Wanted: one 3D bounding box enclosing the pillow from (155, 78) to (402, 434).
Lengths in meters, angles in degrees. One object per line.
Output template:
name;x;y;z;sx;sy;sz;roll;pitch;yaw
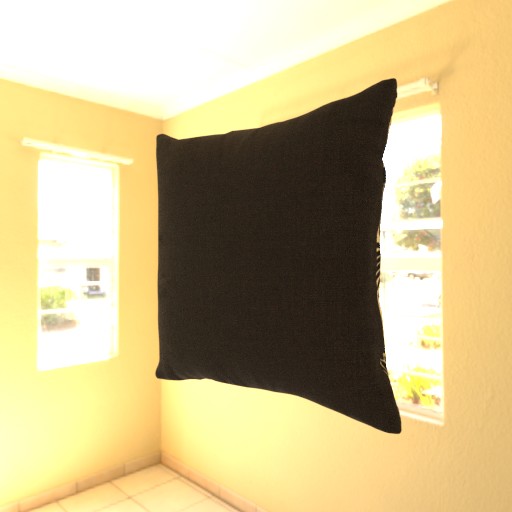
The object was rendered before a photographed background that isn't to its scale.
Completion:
pillow;0.000;0.000;0.661;0.432;0.432;0.139;0;0;36
